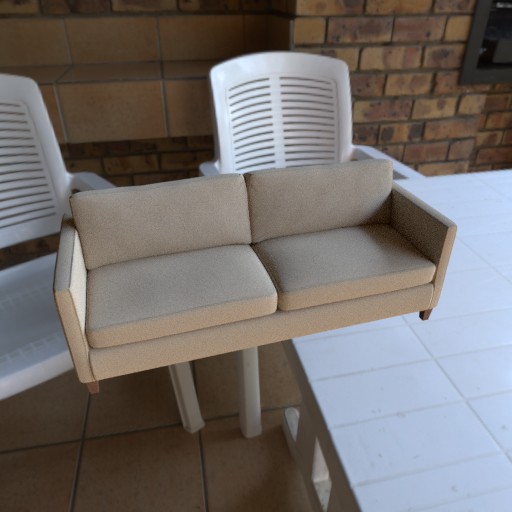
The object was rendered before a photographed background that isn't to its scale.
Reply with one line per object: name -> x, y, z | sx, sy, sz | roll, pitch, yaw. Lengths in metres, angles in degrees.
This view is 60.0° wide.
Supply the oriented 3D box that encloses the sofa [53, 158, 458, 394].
sofa -> 0.000, 0.000, 2.934 | 2.361, 0.968, 0.951 | -9, 33, -14
